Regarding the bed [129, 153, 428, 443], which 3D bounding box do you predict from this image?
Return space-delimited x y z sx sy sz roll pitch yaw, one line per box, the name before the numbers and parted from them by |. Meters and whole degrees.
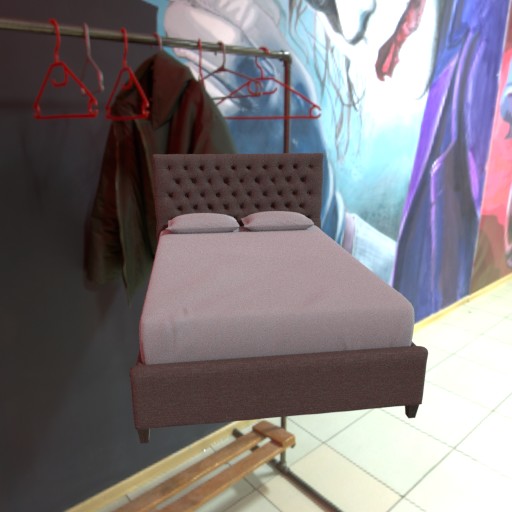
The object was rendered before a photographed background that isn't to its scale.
bed | 0.000 0.000 3.473 1.698 1.427 2.387 -2 17 -8
